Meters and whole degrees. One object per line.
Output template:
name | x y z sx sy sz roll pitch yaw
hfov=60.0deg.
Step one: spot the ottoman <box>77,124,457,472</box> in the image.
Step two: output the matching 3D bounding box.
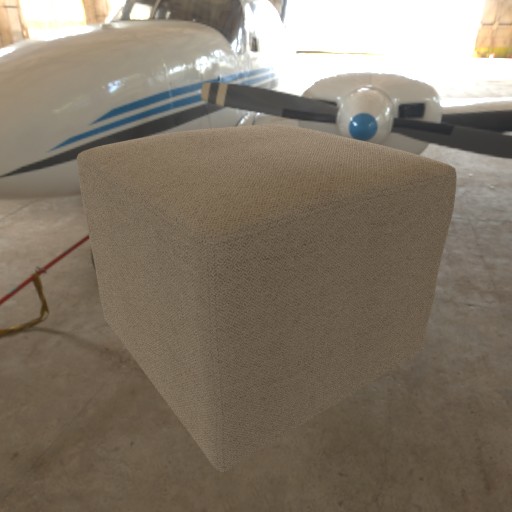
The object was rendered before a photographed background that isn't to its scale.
ottoman | 0.000 0.000 0.891 0.512 0.453 0.521 -18 32 -32
